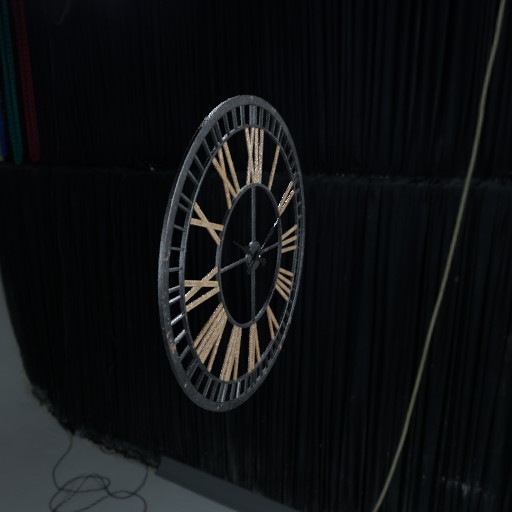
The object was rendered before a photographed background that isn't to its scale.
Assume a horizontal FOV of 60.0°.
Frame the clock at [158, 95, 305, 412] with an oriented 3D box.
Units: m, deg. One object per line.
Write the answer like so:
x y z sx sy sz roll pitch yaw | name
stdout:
0.000 0.000 1.233 0.025 0.843 0.843 6 15 24 | clock
